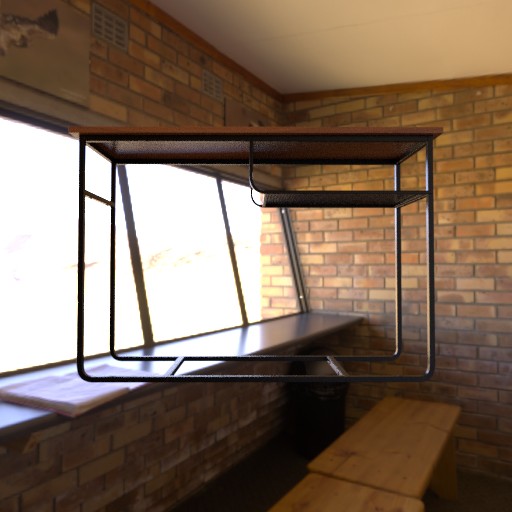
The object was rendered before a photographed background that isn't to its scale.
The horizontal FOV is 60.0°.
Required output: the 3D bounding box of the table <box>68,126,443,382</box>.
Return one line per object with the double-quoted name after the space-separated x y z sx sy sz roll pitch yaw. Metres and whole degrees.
0.000 0.000 1.465 1.100 0.750 0.350 0 -1 0 "table"
